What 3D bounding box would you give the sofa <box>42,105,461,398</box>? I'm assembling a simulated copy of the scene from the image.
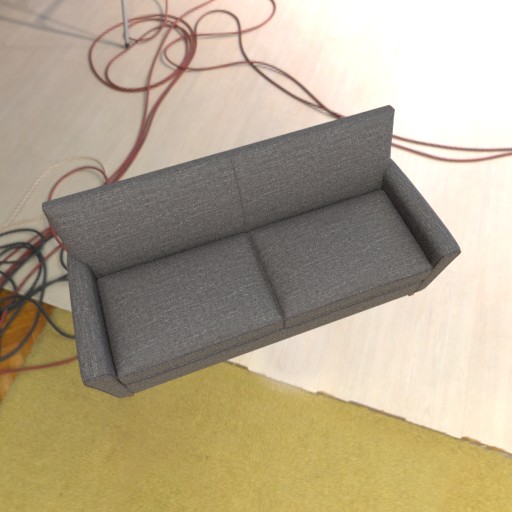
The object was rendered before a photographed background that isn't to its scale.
[{"bbox_3d":[0.000,0.000,2.477,1.976,0.846,0.875,-18,64,-9],"label":"sofa"}]
